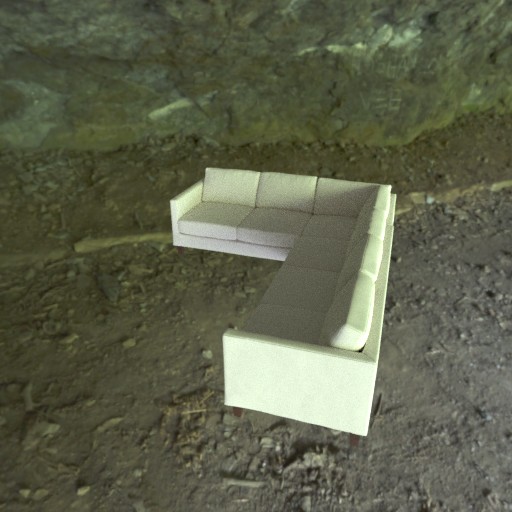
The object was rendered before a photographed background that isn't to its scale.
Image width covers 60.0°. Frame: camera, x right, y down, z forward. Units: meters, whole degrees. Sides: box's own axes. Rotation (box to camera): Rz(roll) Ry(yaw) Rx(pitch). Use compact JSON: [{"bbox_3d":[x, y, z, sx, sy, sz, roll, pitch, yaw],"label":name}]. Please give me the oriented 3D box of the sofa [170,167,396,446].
[{"bbox_3d":[0.000,0.000,4.228,2.432,0.863,3.182,8,27,16],"label":"sofa"}]
